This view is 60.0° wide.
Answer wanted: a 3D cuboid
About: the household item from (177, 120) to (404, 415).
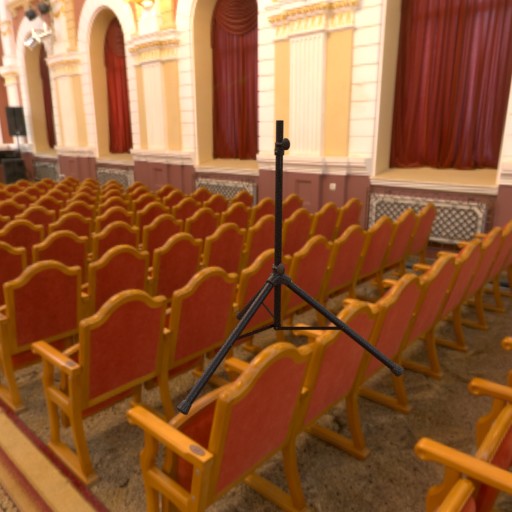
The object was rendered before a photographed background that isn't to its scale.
[{"bbox_3d":[0.000,0.000,1.926,1.045,1.136,0.907,13,20,41],"label":"household item"}]
